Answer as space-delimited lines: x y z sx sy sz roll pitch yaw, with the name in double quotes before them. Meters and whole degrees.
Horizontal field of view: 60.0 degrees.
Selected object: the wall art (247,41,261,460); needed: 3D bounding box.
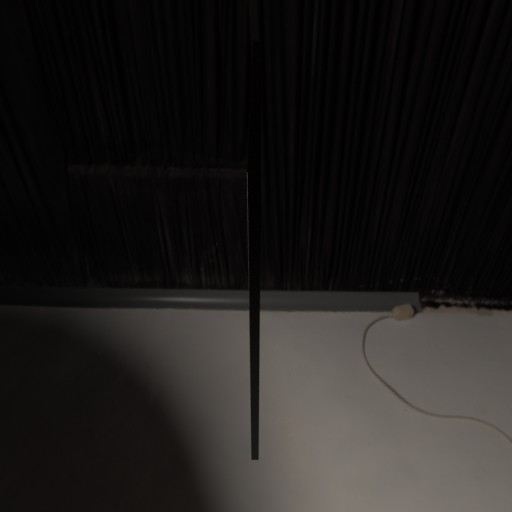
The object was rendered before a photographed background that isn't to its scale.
"wall art" 0.000 0.000 0.772 0.013 0.582 0.442 0 40 0
